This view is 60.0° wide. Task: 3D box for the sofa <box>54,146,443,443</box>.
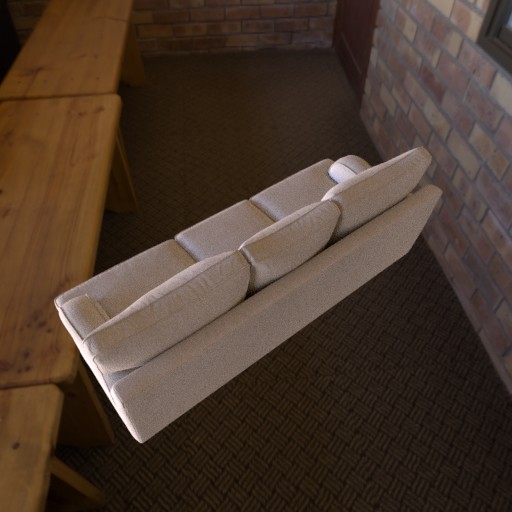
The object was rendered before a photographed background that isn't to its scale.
[{"bbox_3d":[0.000,0.000,2.827,2.323,0.991,1.016,-30,54,-25],"label":"sofa"}]
